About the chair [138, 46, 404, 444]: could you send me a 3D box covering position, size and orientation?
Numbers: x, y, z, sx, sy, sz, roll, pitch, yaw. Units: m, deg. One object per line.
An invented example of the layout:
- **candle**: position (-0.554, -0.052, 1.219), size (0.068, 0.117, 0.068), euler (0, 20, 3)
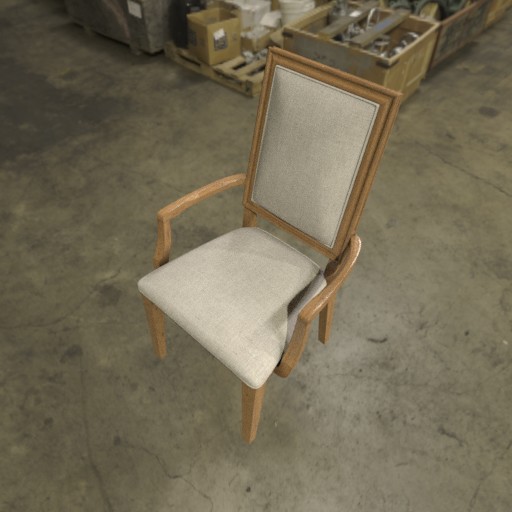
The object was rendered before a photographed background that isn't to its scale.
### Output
- **chair**: position (0.000, 0.000, 1.373), size (0.606, 0.990, 0.602), euler (34, 55, 28)
